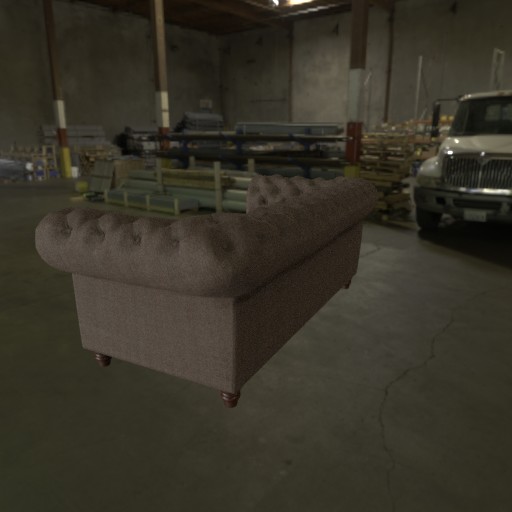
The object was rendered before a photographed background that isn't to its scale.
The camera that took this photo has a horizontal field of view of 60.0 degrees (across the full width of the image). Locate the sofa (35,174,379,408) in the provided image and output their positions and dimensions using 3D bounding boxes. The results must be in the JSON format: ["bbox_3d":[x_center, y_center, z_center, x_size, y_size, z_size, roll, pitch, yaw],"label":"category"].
[{"bbox_3d":[0.000,0.000,2.482,0.944,0.780,2.048,8,17,27],"label":"sofa"}]
